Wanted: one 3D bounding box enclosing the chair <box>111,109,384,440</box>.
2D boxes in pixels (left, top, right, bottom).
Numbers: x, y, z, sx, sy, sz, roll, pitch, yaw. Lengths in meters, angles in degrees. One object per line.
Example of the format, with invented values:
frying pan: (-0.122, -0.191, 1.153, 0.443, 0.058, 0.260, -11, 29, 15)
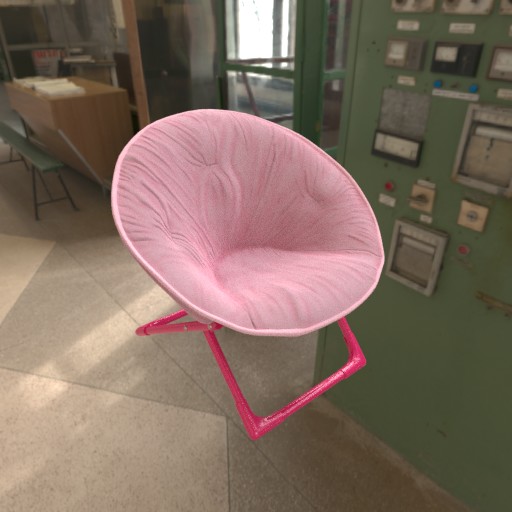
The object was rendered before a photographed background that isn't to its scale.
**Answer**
chair: (0.000, 0.000, 0.887, 0.522, 0.494, 0.459, -21, 36, -33)
